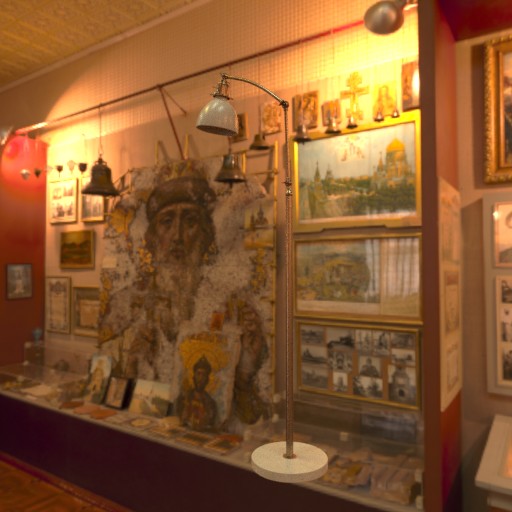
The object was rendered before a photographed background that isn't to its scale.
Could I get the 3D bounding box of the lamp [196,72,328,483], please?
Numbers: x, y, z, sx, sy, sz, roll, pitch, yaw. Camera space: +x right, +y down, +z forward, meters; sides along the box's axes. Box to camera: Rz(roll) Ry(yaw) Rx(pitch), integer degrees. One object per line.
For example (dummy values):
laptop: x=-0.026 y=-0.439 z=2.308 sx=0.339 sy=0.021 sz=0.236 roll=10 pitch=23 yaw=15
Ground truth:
lamp: x=0.000 y=0.000 z=1.792 sx=0.599 sy=1.586 sz=0.288 roll=-1 pitch=-2 yaw=36
